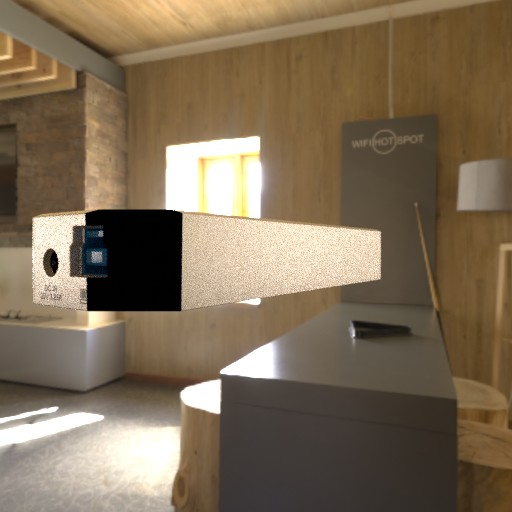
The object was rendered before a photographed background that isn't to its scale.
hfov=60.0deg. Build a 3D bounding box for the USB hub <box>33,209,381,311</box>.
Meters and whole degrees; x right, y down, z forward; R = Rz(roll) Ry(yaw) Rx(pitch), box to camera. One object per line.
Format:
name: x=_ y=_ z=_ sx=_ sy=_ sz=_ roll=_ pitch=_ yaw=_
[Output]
USB hub: x=0.000 y=0.000 z=0.162 sx=0.044 sy=0.023 sz=0.145 roll=1 pitch=1 yaw=35
